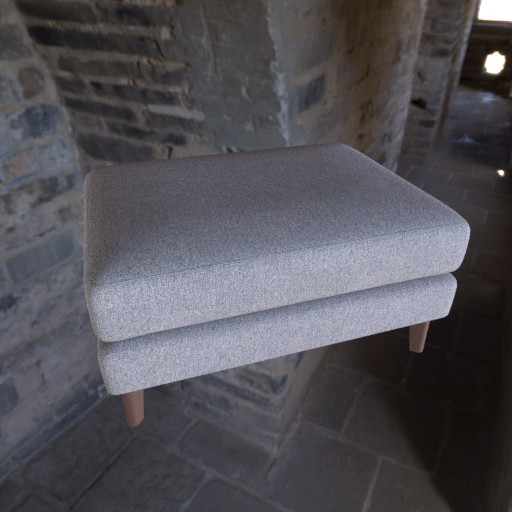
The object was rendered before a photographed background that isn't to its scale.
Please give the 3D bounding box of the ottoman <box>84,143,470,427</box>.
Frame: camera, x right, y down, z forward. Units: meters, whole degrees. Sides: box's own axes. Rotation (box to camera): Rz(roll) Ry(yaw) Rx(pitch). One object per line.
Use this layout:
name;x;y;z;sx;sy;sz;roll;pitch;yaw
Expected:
ottoman;0.000;0.000;1.189;0.821;0.441;0.611;-10;33;-15
